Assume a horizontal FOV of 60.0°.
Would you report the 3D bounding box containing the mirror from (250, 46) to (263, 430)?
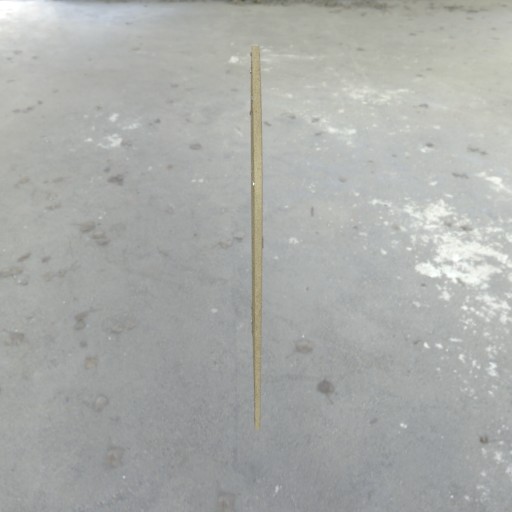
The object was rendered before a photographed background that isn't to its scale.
[{"bbox_3d":[0.000,0.000,1.326,0.025,1.175,0.464,-1,40,-1],"label":"mirror"}]
